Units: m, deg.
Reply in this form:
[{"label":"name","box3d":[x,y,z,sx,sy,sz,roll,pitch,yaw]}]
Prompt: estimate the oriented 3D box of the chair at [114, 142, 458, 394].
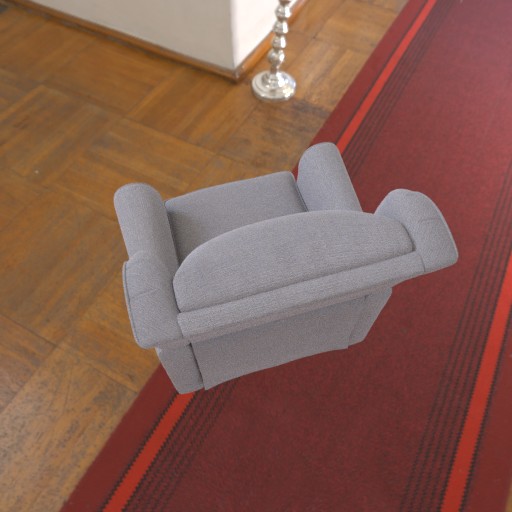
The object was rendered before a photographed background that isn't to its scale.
[{"label":"chair","box3d":[0.000,0.000,1.599,0.906,0.966,0.854,-14,59,-9]}]
